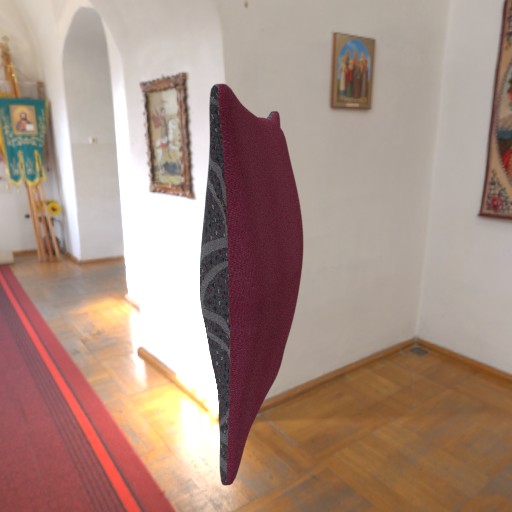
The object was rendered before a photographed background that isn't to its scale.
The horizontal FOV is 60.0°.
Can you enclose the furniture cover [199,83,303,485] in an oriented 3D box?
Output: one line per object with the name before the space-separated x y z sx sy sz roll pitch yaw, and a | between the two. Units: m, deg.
furniture cover | 0.000 0.000 0.775 0.163 0.513 0.514 2 15 9
